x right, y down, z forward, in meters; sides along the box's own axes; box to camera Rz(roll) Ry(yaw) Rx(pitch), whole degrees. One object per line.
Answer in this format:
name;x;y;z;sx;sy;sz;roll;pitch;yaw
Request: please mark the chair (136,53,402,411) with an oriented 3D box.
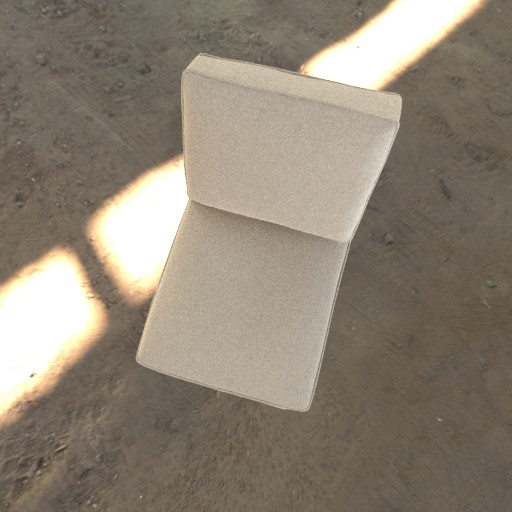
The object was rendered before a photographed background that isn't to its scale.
chair;0.000;0.000;1.549;0.621;0.970;0.938;15;75;4
